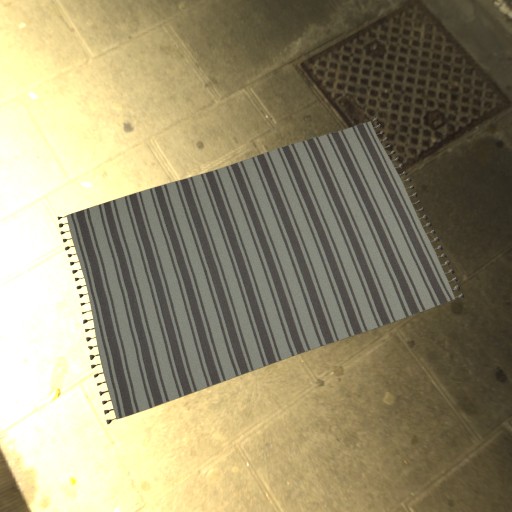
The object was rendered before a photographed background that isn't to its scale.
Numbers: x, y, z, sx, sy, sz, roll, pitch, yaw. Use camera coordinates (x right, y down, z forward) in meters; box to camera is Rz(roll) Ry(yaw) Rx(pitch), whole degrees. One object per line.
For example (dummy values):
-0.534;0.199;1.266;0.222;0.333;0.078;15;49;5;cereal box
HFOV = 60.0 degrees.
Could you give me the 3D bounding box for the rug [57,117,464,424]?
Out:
0.000;0.000;2.567;2.096;0.011;1.229;-18;75;-5;rug
